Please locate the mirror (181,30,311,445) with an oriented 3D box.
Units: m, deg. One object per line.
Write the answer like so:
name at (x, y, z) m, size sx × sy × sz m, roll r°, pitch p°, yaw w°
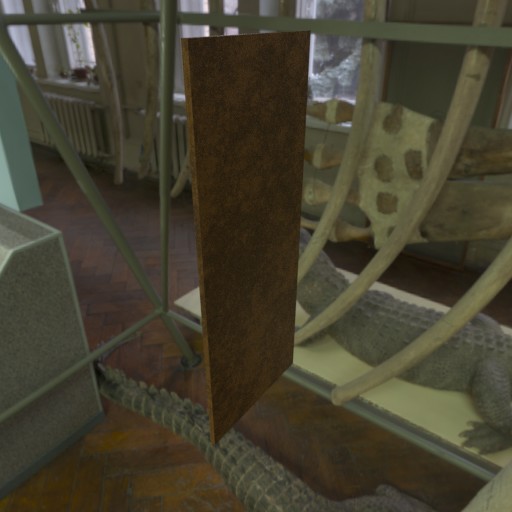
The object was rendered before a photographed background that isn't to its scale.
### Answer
mirror at (0.000, 0.000, 2.263) m, size 0.032 × 2.031 × 0.812 m, roll 20°, pitch 35°, yaw 31°
